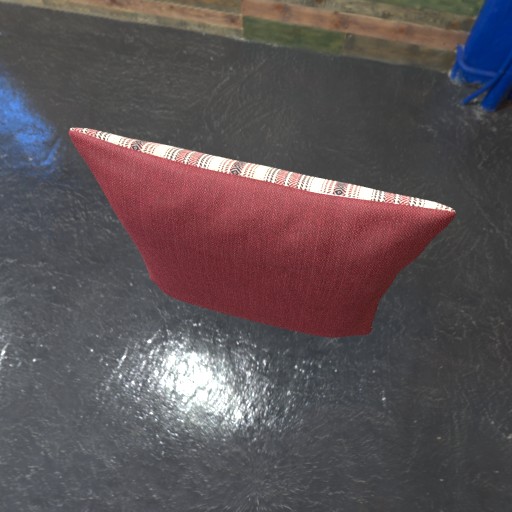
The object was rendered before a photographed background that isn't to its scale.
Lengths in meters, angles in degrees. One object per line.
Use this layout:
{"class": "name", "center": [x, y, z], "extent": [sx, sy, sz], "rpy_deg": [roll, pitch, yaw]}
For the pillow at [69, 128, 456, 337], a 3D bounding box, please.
{"class": "pillow", "center": [0.000, 0.000, 0.779], "extent": [0.513, 0.497, 0.166], "rpy_deg": [13, 64, 7]}
